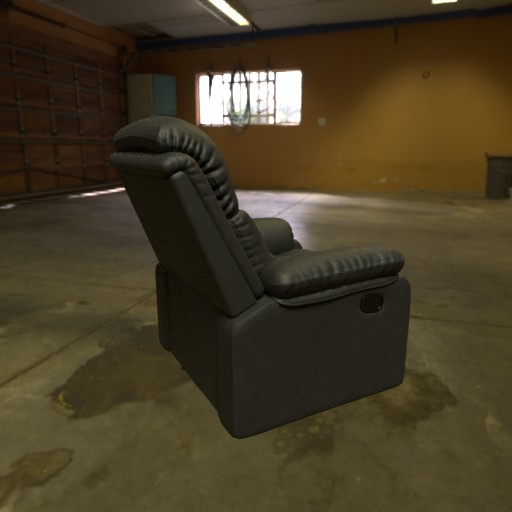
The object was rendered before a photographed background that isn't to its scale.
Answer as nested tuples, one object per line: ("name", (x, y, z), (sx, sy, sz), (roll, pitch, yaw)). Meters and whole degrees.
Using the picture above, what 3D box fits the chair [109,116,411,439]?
("chair", (0.000, 0.000, 1.687), (0.919, 0.992, 0.855), (-7, 16, -27))
